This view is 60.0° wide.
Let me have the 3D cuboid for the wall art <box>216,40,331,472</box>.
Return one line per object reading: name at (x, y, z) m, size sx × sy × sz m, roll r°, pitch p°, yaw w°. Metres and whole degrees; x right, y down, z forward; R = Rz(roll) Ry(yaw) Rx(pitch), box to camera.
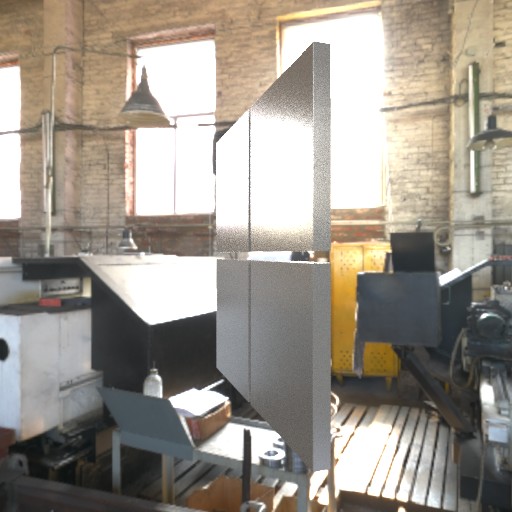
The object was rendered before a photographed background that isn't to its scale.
wall art at (0.000, 0.000, 0.922) m, size 0.029 × 0.611 × 0.611 m, roll 0°, pitch 0°, yaw -18°
